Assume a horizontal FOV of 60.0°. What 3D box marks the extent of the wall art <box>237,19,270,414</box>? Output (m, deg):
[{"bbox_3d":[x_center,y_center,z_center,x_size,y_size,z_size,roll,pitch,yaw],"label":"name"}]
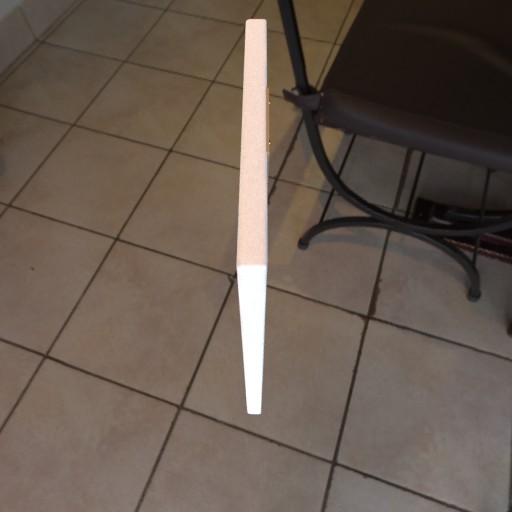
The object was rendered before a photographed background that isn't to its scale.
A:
[{"bbox_3d":[0.000,0.000,1.158,0.048,0.916,0.602,0,58,0],"label":"wall art"}]
